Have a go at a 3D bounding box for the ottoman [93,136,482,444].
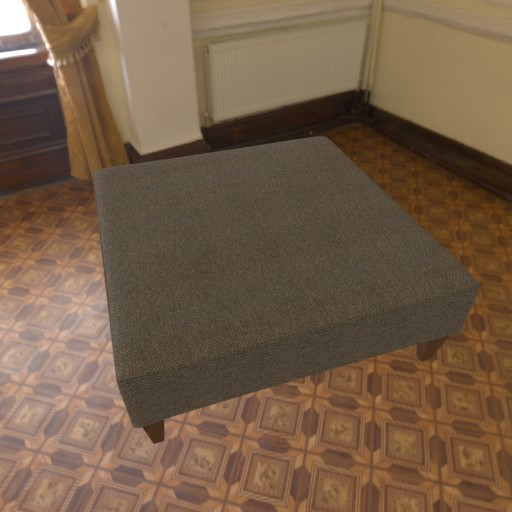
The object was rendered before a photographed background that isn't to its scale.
[{"bbox_3d":[0.000,0.000,1.515,0.970,0.378,0.981,-12,42,-14],"label":"ottoman"}]
